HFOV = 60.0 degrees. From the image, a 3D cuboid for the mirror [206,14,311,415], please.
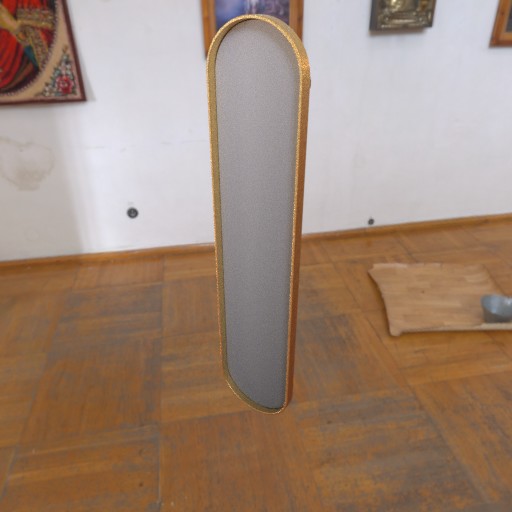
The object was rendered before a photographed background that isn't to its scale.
[{"bbox_3d":[0.000,0.000,1.034,0.222,0.991,0.032,19,34,30],"label":"mirror"}]
